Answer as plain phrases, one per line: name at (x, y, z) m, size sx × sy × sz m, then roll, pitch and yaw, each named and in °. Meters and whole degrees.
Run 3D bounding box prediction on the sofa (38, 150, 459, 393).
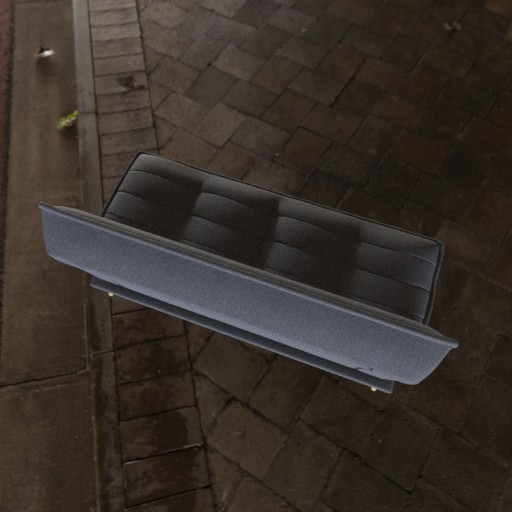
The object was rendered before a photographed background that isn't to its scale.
sofa at (0.000, 0.000, 2.418) m, size 1.940 × 0.890 × 0.950 m, roll 18°, pitch 65°, yaw 9°
